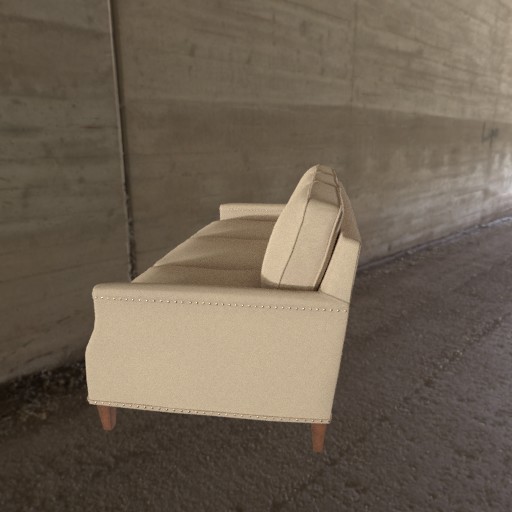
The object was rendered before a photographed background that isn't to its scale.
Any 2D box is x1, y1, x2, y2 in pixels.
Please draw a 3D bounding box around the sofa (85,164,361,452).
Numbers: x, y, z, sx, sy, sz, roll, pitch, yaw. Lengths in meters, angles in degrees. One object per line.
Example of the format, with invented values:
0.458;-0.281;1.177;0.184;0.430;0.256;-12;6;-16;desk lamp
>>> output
0.000;0.000;2.709;1.084;1.003;2.246;2;15;8;sofa
